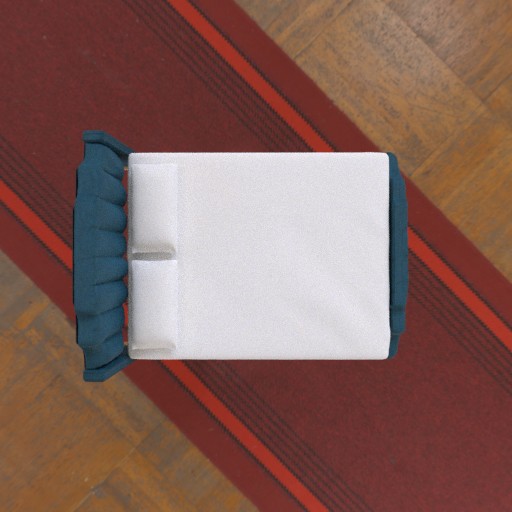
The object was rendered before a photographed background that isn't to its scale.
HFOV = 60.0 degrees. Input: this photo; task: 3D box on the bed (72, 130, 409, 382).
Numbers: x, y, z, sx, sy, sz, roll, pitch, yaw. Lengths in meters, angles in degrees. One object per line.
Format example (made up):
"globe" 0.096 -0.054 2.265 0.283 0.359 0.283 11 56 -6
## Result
"bed" 0.000 0.000 3.419 2.322 1.351 1.676 0 90 0
